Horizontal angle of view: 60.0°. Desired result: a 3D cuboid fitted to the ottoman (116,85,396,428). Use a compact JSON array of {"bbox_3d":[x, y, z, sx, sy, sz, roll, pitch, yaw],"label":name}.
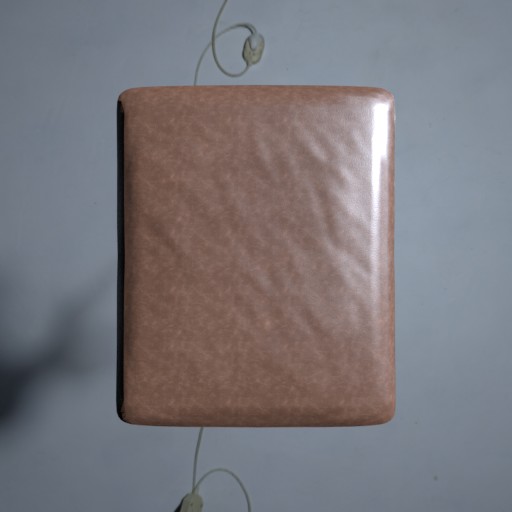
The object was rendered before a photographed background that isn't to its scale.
[{"bbox_3d":[0.000,0.000,1.109,0.603,0.476,0.751,0,90,0],"label":"ottoman"}]
